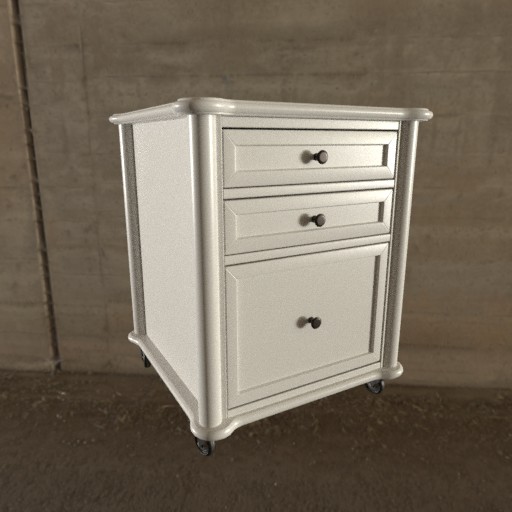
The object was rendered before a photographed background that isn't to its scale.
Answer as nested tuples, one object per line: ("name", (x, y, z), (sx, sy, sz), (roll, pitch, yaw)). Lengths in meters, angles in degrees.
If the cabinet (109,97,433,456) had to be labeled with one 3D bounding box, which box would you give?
("cabinet", (0.000, 0.000, 1.228), (0.628, 0.761, 0.627), (-8, 17, -28))
